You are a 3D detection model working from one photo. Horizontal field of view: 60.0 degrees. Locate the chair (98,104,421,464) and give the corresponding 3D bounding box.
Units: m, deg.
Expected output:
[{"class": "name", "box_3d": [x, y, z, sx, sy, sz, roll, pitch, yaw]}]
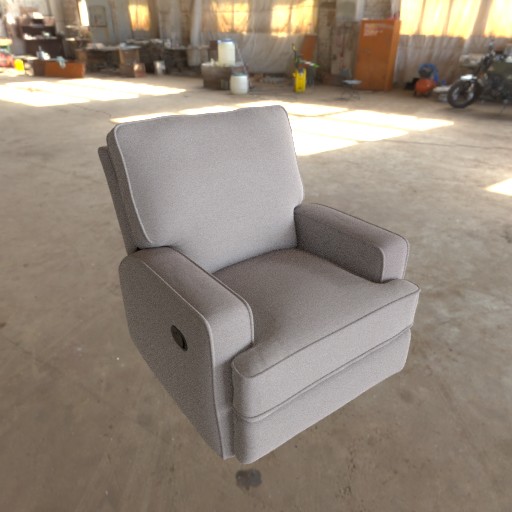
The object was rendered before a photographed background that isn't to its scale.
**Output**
[{"class": "chair", "box_3d": [0.000, 0.000, 1.641, 0.861, 0.964, 0.969, -19, 34, -31]}]
